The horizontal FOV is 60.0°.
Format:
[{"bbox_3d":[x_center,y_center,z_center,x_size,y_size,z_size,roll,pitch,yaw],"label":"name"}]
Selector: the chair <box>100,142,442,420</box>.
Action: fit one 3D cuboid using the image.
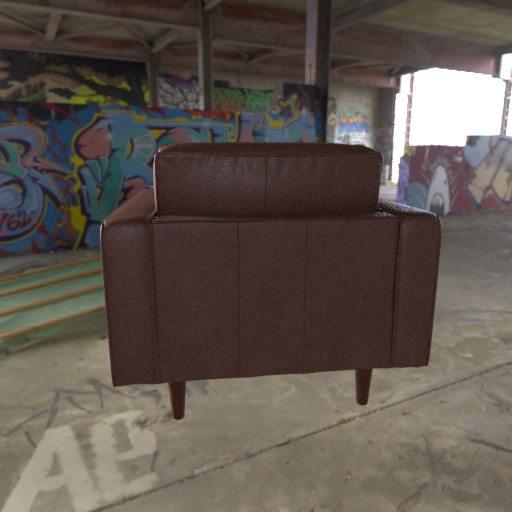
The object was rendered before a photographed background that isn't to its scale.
[{"bbox_3d":[0.000,0.000,1.570,0.920,0.770,0.900,-2,13,-8],"label":"chair"}]
